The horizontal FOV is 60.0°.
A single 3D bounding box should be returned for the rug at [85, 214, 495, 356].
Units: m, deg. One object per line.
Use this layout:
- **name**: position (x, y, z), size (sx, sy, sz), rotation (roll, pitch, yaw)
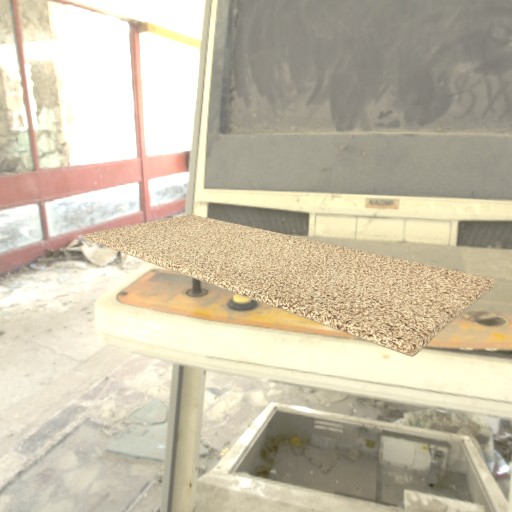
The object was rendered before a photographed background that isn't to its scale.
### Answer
- **rug**: position (0.000, 0.000, 1.693), size (1.524, 0.030, 0.609), rotation (15, 23, 41)
